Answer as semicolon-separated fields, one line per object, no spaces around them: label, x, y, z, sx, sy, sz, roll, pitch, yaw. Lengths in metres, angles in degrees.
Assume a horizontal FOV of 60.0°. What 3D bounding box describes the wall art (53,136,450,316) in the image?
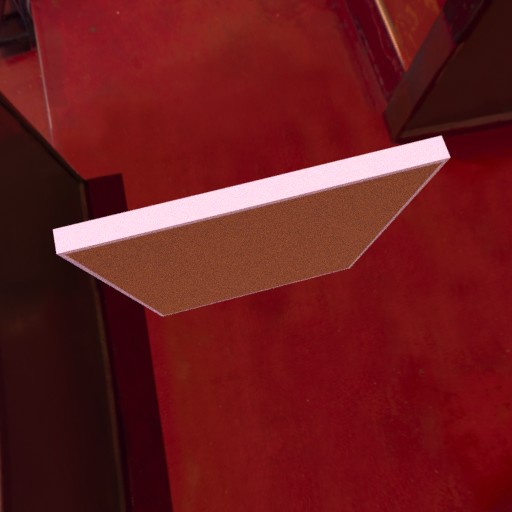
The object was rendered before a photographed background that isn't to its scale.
wall art;0.000;0.000;0.751;0.443;0.549;0.030;-14;76;-4
